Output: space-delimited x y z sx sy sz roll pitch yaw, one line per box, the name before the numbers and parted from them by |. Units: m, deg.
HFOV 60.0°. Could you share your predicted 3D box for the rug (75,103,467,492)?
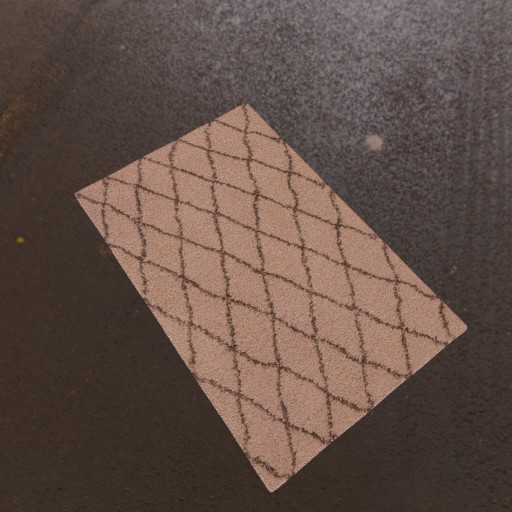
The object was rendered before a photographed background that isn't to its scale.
rug | 0.000 0.000 3.451 1.778 0.030 2.743 -33 67 -16
